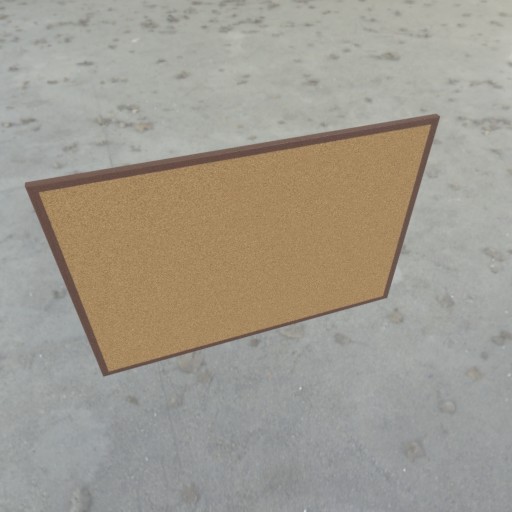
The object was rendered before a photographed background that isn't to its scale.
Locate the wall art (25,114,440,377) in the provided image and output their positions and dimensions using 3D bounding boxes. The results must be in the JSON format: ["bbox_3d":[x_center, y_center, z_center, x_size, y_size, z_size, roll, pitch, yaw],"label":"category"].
[{"bbox_3d":[0.000,0.000,0.831,0.660,0.455,0.014,-13,44,-14],"label":"wall art"}]
